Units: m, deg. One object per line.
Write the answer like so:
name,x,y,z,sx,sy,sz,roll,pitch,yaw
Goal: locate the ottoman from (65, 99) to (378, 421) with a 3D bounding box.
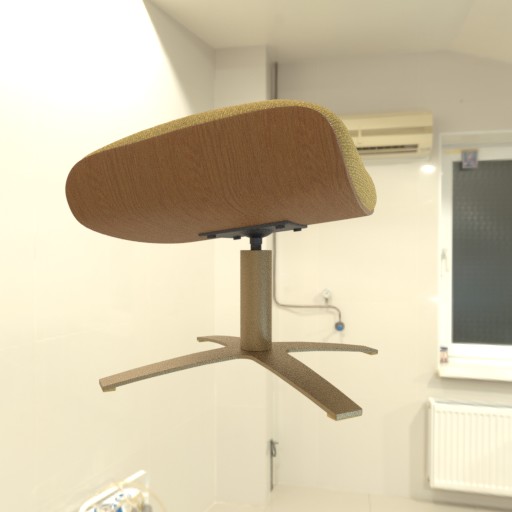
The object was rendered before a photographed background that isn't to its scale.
ottoman,0.000,0.000,0.772,0.394,0.391,0.520,0,1,19
